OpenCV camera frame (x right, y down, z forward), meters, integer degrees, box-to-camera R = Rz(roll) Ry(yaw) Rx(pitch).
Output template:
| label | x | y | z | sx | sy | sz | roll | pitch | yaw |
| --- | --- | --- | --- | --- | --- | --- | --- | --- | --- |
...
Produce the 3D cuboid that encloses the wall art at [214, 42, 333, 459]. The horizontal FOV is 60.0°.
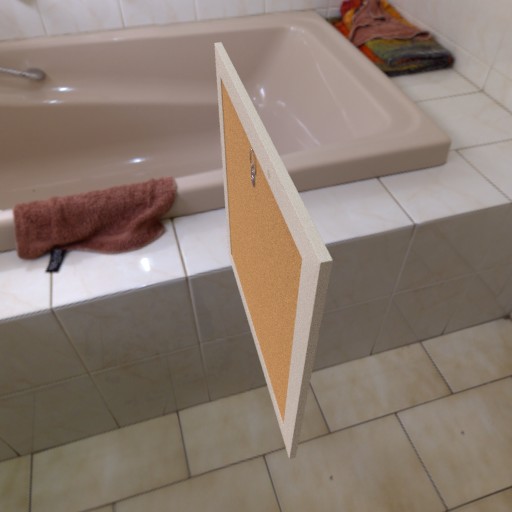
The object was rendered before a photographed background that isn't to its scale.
| label | x | y | z | sx | sy | sz | roll | pitch | yaw |
| --- | --- | --- | --- | --- | --- | --- | --- | --- | --- |
| wall art | 0.000 | 0.000 | 0.851 | 0.015 | 0.577 | 0.572 | -11 | 48 | -10 |
